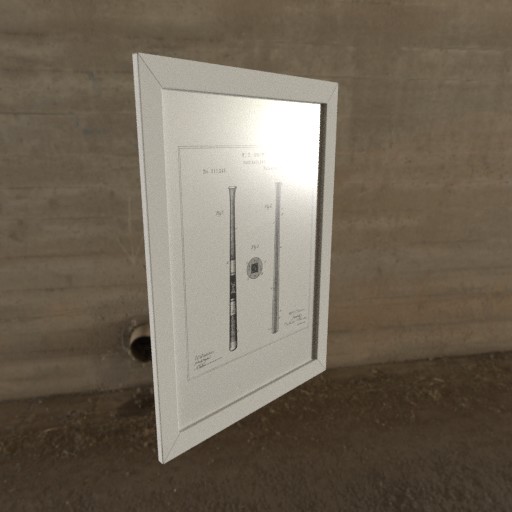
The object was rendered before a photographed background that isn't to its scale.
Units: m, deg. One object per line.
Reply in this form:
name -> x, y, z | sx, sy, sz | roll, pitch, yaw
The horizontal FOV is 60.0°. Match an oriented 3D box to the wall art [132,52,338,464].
wall art -> 0.000, 0.000, 0.680 | 0.374, 0.529, 0.012 | -14, 20, -43
